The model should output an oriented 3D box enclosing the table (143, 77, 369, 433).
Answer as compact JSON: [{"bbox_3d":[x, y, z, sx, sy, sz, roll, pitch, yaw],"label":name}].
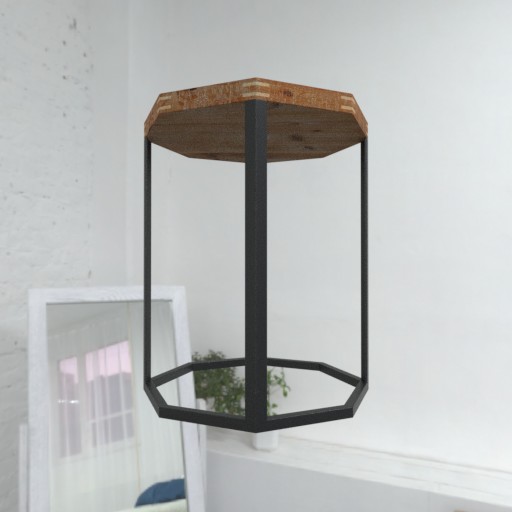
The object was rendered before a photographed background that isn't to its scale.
[{"bbox_3d":[0.000,0.000,0.905,0.458,0.543,0.458,0,0,0],"label":"table"}]
